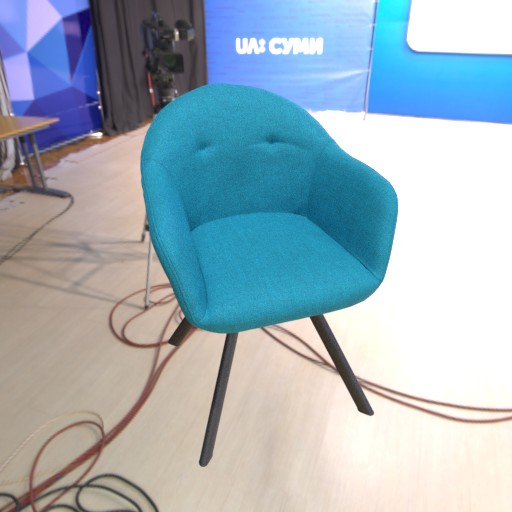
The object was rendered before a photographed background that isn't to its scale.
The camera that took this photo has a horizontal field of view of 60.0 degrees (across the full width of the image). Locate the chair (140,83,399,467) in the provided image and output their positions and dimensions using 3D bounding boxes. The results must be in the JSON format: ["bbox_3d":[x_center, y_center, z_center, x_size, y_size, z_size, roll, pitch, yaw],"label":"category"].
[{"bbox_3d":[0.000,0.000,1.163,0.545,0.775,0.565,-10,32,-16],"label":"chair"}]
